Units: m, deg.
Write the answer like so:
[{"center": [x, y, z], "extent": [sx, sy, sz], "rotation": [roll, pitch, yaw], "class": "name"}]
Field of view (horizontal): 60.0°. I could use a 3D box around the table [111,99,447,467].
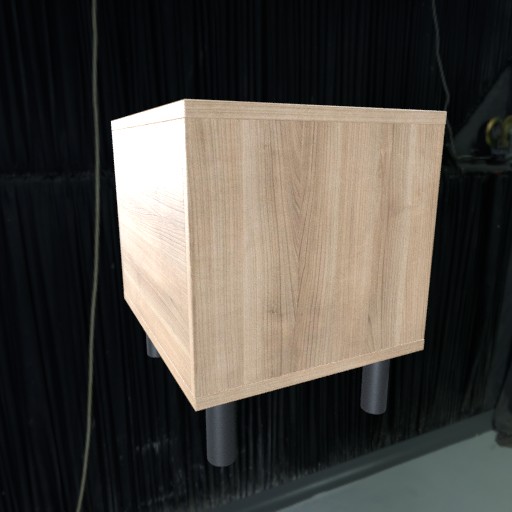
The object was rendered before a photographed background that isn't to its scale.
[{"center": [0.000, 0.000, 0.768], "extent": [0.380, 0.460, 0.445], "rotation": [-7, 16, -26], "class": "table"}]
